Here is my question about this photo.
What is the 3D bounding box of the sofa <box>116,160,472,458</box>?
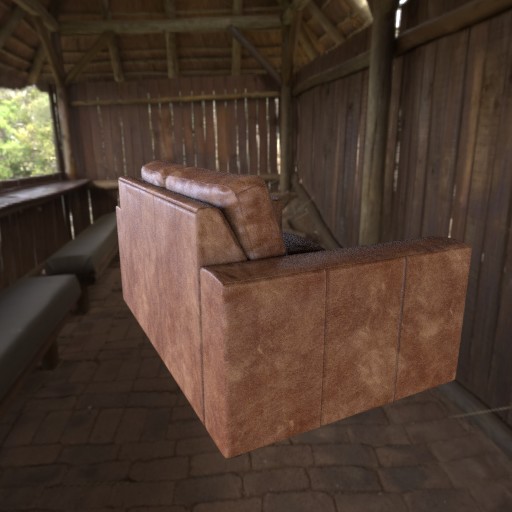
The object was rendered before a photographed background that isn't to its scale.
[{"bbox_3d":[0.000,0.000,2.188,1.041,0.889,1.626,-8,17,-26],"label":"sofa"}]
